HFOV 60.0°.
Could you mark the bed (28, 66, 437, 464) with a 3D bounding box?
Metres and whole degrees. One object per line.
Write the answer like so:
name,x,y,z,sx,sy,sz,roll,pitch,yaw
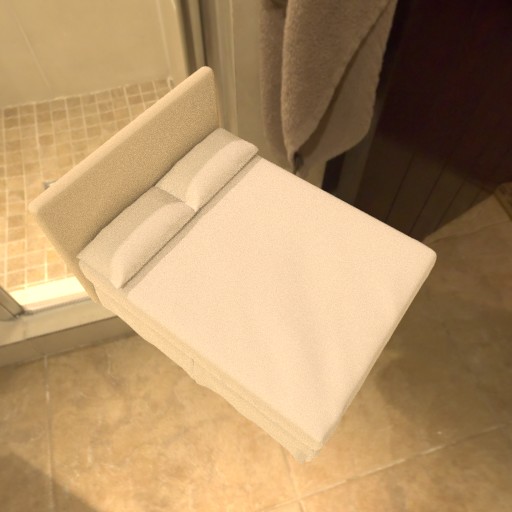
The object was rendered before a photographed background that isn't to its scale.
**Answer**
bed,0.000,0.000,3.168,2.147,1.330,1.714,32,64,18
